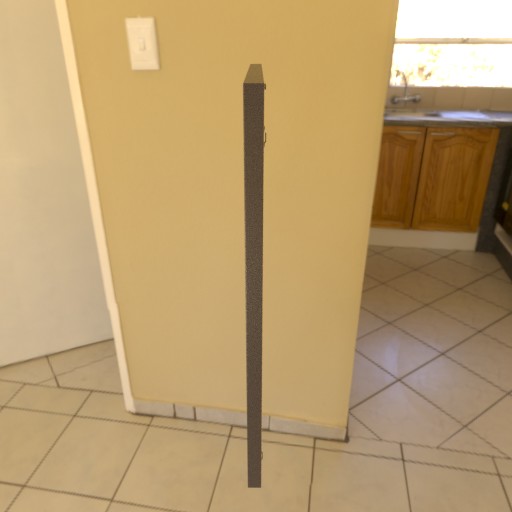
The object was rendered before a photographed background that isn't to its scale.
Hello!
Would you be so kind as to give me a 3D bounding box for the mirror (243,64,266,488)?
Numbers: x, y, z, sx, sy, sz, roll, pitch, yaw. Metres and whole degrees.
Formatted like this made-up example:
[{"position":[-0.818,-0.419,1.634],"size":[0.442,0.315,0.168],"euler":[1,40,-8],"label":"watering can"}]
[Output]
[{"position":[0.000,0.000,1.314],"size":[0.041,1.016,0.762],"euler":[0,26,0],"label":"mirror"}]
